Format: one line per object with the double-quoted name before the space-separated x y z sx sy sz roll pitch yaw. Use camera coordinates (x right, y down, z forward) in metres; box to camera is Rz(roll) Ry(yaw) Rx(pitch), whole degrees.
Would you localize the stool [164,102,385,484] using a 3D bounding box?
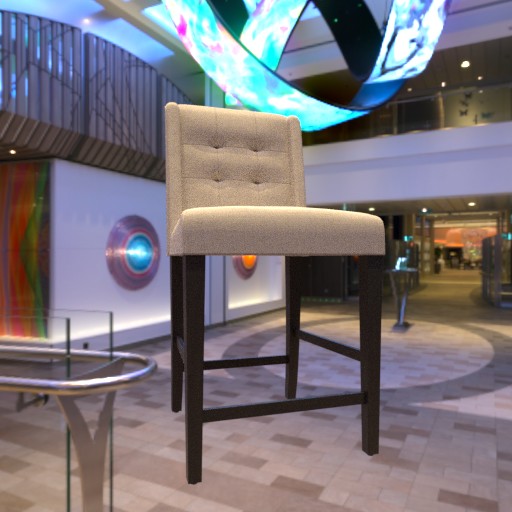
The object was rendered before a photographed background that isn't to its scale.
"stool" 0.000 0.000 1.199 0.474 0.939 0.509 0 0 -18
